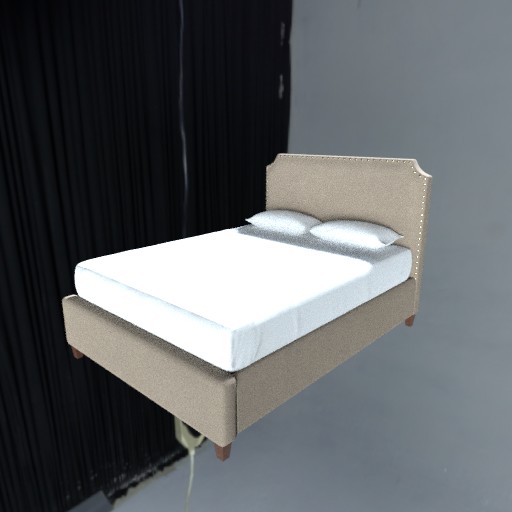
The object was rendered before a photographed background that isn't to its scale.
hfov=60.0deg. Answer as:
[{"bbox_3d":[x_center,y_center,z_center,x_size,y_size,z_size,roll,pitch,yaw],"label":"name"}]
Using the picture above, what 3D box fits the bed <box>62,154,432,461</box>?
[{"bbox_3d":[0.000,0.000,3.410,1.703,1.415,2.329,14,21,41],"label":"bed"}]
